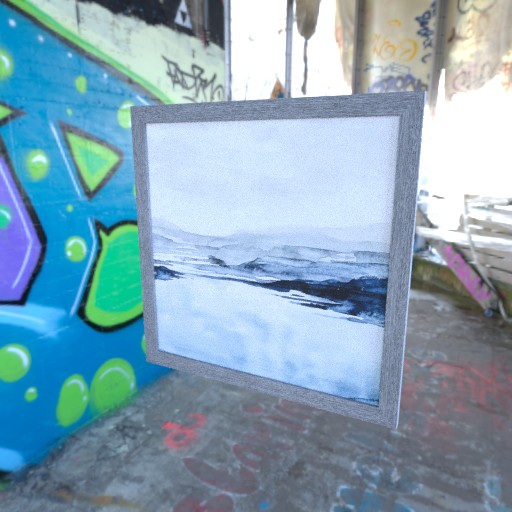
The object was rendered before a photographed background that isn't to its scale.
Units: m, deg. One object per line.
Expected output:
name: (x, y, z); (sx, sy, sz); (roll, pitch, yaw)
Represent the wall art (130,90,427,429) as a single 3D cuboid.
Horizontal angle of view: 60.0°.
wall art: (0.000, 0.000, 1.027); (0.685, 0.685, 0.020); (7, 15, 26)
